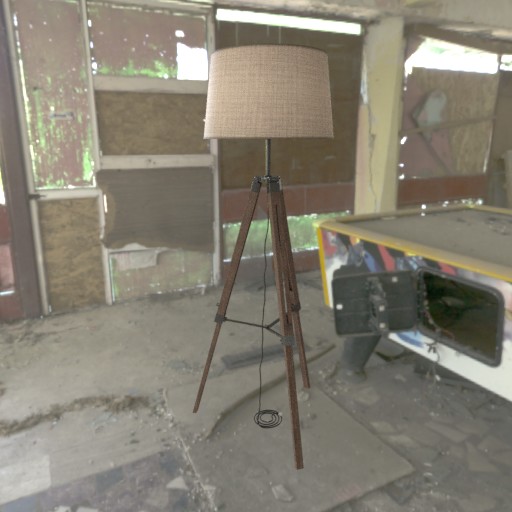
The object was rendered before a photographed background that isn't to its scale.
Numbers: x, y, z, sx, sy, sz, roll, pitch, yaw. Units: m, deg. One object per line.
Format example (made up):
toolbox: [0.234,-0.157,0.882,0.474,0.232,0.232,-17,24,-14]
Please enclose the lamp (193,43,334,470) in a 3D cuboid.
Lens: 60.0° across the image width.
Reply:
lamp: [0.000,0.000,1.809,0.587,1.510,0.604,2,15,8]
